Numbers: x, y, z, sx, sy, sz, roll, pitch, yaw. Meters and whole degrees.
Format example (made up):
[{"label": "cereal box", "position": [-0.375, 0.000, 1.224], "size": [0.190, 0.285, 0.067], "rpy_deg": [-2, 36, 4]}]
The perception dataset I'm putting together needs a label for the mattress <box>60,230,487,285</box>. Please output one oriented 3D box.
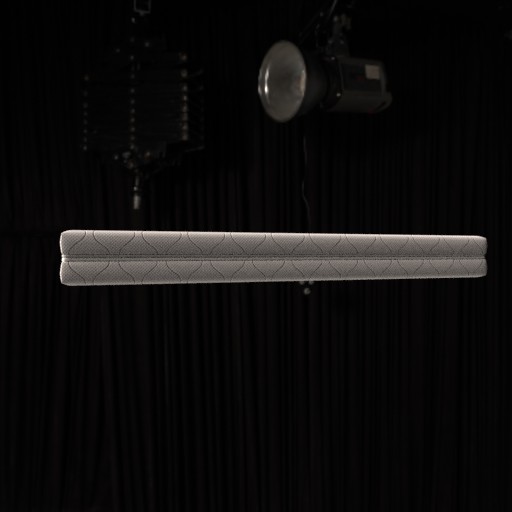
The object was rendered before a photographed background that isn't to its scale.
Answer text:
[{"label": "mattress", "position": [0.000, 0.000, 2.510], "size": [1.900, 0.200, 1.400], "rpy_deg": [0, 0, -18]}]
